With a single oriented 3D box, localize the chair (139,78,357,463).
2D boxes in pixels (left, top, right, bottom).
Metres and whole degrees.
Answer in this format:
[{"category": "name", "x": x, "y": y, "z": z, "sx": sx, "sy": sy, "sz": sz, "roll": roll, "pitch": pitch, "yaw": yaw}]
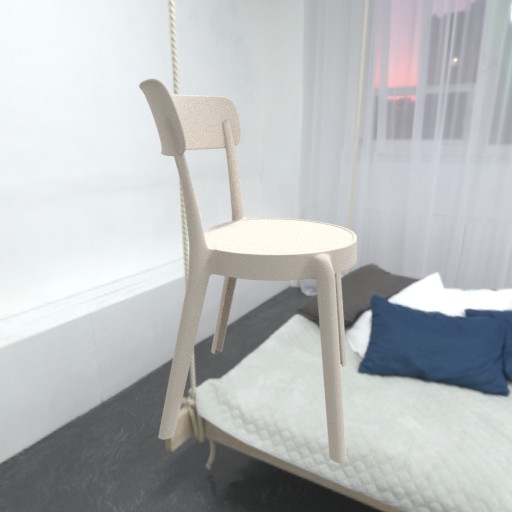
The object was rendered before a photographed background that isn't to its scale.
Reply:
[{"category": "chair", "x": 0.000, "y": 0.000, "z": 1.112, "sx": 0.491, "sy": 0.790, "sz": 0.506, "roll": 3, "pitch": 16, "yaw": 11}]
